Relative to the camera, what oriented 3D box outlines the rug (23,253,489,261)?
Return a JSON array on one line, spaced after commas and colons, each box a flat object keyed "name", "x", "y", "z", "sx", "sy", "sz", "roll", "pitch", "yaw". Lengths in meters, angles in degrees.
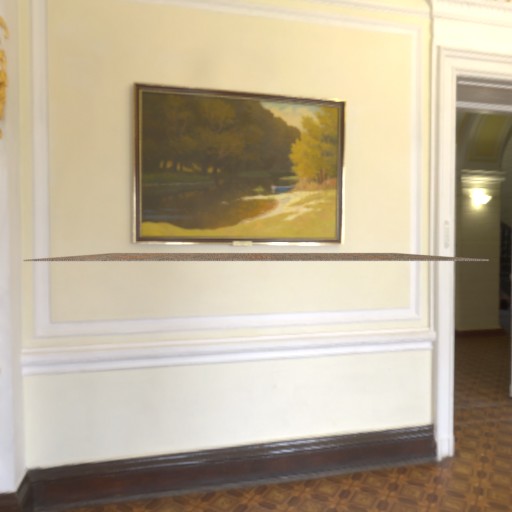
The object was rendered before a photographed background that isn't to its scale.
[{"name": "rug", "x": 0.000, "y": 0.000, "z": 3.064, "sx": 2.427, "sy": 0.007, "sz": 1.515, "roll": 0, "pitch": 2, "yaw": -1}]
